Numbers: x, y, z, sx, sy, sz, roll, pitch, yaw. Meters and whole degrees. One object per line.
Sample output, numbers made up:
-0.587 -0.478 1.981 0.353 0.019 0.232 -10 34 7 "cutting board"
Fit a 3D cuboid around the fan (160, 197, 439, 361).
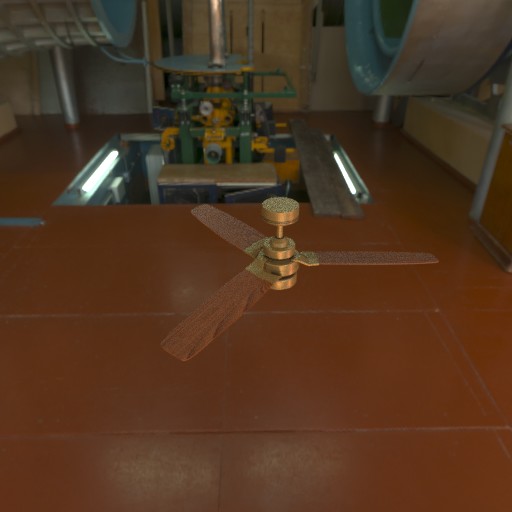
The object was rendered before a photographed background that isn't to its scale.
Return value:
0.000 0.000 2.064 1.416 0.425 1.271 19 36 28 "fan"
